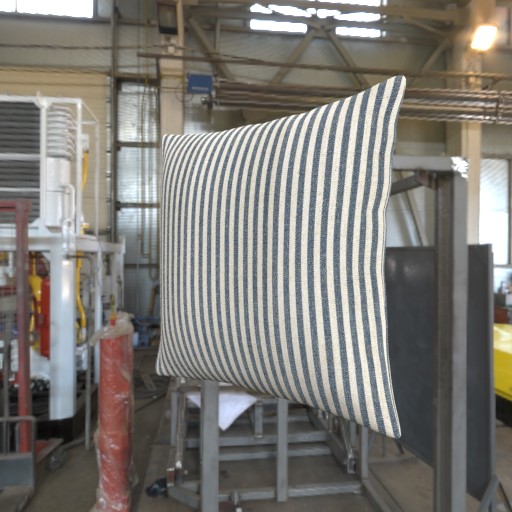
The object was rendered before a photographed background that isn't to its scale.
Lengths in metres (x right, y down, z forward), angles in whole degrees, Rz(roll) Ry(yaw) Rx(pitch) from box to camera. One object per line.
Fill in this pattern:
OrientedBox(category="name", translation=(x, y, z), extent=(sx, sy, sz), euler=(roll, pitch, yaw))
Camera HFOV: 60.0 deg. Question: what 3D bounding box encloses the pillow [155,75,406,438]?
OrientedBox(category="pillow", translation=(0.000, 0.000, 0.780), extent=(0.523, 0.510, 0.166), euler=(0, 0, 38))
